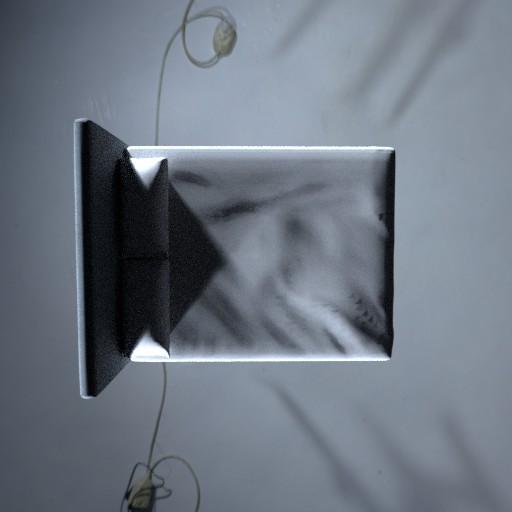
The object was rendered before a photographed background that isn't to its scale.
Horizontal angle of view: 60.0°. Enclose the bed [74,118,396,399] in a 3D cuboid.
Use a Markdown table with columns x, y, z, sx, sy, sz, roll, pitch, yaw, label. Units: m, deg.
| x | y | z | sx | sy | sz | roll | pitch | yaw | label |
| --- | --- | --- | --- | --- | --- | --- | --- | --- | --- |
| 0.000 | 0.000 | 3.235 | 2.142 | 1.330 | 1.713 | 0 | 93 | -1 | bed |
